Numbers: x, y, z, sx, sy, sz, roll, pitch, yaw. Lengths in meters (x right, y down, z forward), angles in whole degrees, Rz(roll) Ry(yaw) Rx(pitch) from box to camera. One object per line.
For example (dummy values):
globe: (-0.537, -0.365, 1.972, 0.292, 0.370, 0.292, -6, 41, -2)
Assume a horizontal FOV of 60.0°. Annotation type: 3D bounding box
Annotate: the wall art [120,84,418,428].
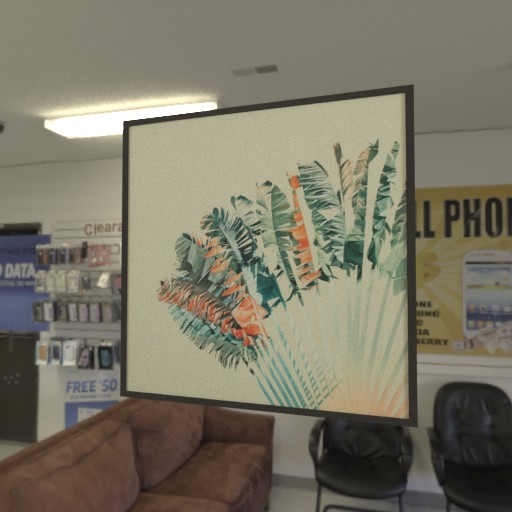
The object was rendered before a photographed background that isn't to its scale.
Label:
wall art: (0.000, 0.000, 0.752, 0.509, 0.507, 0.037, -1, -2, 18)
